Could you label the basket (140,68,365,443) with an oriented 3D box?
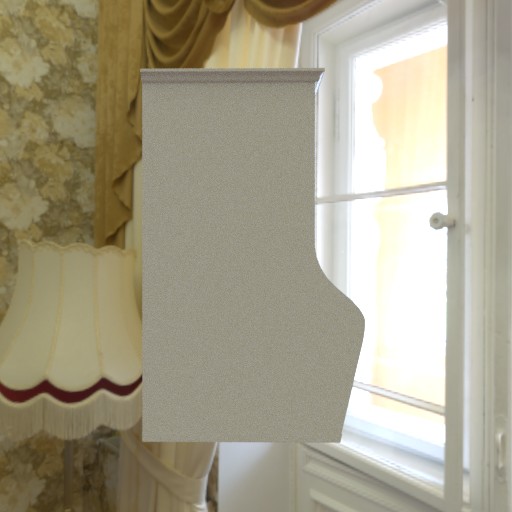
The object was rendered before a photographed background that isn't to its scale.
[{"bbox_3d":[0.000,0.000,1.131,0.376,0.625,0.792,0,0,1],"label":"basket"}]
